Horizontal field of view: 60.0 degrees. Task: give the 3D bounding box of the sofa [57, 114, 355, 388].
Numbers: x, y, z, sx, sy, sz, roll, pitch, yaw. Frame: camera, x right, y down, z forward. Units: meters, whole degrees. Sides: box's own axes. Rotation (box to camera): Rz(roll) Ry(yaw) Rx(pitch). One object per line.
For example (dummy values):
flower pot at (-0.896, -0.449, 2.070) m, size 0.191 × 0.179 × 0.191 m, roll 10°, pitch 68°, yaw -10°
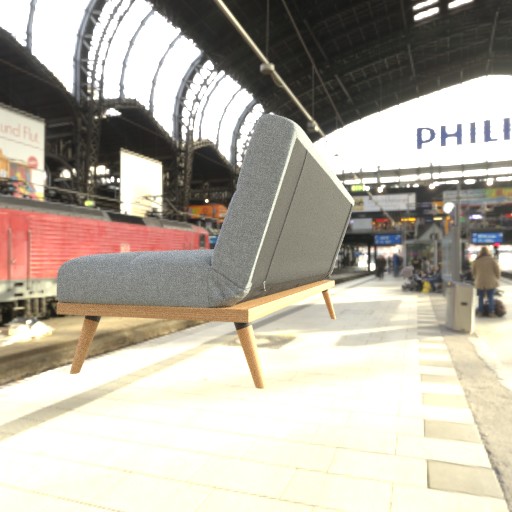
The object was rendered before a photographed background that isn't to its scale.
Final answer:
sofa at (0.000, 0.000, 2.177) m, size 0.800 × 0.800 × 1.820 m, roll 0°, pitch 0°, yaw 18°
